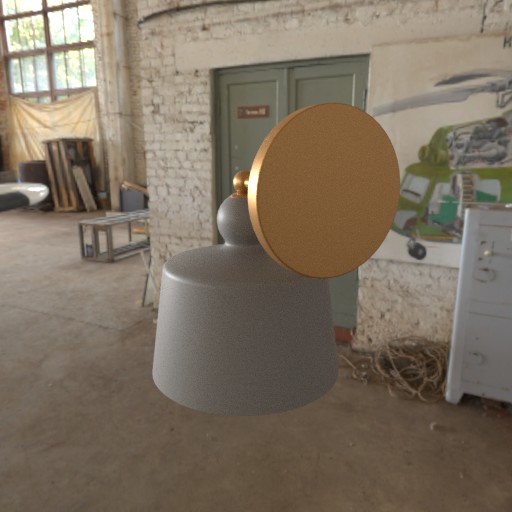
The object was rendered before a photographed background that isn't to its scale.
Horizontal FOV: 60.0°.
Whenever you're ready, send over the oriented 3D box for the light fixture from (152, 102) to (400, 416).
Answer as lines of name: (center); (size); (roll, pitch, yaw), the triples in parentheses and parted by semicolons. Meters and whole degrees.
light fixture: (0.000, 0.000, 0.444); (0.204, 0.268, 0.254); (-6, 14, -26)
